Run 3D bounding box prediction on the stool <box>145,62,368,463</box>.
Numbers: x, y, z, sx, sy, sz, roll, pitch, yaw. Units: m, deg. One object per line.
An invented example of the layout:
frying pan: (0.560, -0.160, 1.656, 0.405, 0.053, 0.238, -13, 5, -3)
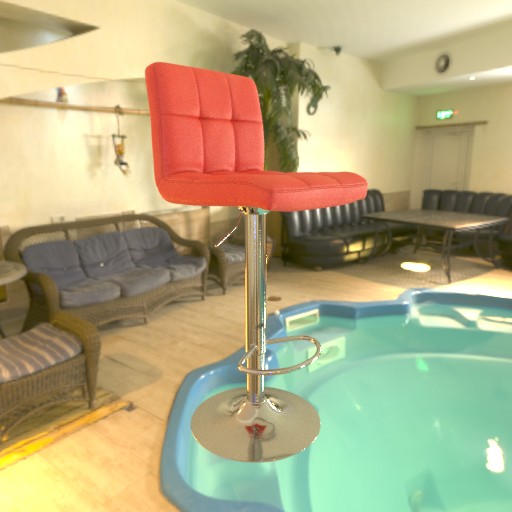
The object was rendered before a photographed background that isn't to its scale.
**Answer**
stool: (0.000, 0.000, 1.341, 0.505, 1.115, 0.430, 12, 17, 43)
